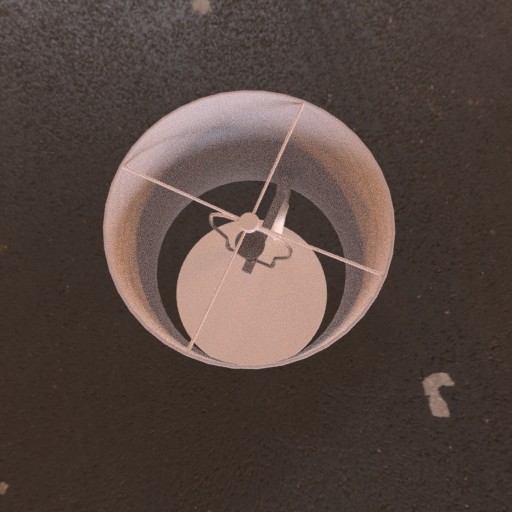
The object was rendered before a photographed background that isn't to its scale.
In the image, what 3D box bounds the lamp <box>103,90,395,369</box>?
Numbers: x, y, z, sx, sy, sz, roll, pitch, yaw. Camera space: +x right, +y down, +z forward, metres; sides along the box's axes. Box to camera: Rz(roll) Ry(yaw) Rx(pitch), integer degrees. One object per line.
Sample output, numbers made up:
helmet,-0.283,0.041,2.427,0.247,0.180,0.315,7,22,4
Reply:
lamp,0.000,0.000,0.679,0.299,0.454,0.341,23,77,5
